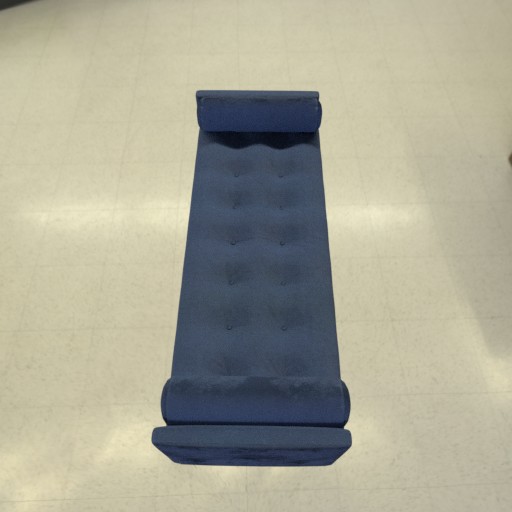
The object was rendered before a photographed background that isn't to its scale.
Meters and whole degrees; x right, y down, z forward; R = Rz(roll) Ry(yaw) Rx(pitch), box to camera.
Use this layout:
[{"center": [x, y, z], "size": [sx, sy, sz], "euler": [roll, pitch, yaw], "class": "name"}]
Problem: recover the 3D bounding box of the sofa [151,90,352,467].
[{"center": [0.000, 0.000, 2.480], "size": [0.796, 0.705, 2.102], "euler": [1, 58, 0], "class": "sofa"}]
